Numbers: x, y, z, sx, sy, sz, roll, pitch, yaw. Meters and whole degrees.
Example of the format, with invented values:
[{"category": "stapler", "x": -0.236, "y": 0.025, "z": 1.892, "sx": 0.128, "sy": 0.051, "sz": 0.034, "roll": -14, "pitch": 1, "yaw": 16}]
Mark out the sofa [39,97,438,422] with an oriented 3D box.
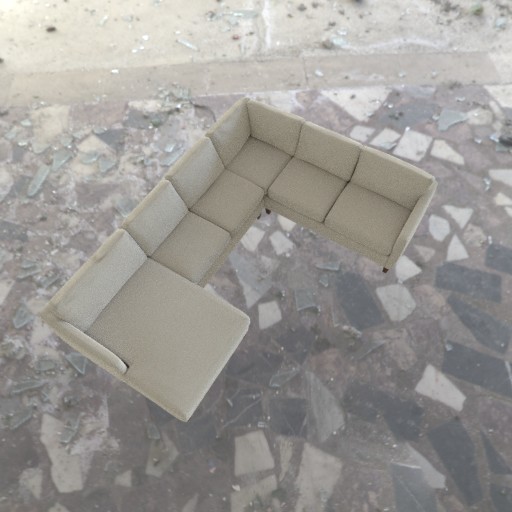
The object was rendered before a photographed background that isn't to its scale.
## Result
[{"category": "sofa", "x": 0.000, "y": 0.000, "z": 4.626, "sx": 2.593, "sy": 0.956, "sz": 3.459, "roll": 28, "pitch": 64, "yaw": 15}]
